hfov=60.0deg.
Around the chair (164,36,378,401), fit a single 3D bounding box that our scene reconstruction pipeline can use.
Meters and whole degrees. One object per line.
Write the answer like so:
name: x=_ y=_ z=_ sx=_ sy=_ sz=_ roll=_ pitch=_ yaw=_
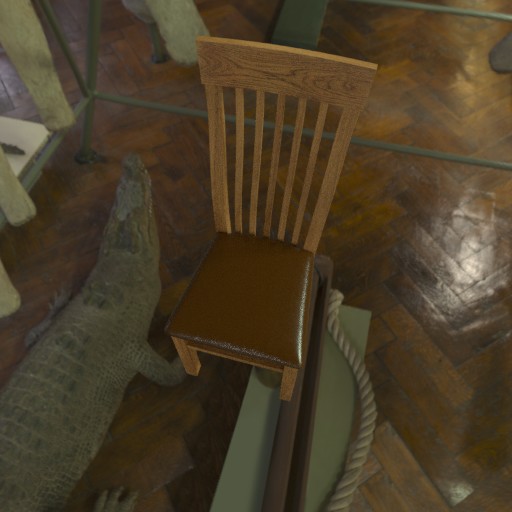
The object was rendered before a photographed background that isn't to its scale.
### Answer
chair: x=0.000 y=0.000 z=1.385 sx=0.450 sy=1.050 sz=0.580 roll=13 pitch=59 yaw=8
